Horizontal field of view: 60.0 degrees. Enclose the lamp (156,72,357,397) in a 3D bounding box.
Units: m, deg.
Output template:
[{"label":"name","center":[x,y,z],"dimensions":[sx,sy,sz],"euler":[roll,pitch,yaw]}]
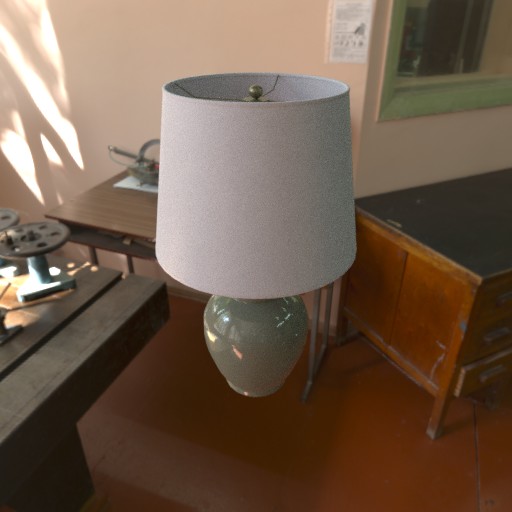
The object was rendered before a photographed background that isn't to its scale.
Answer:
[{"label":"lamp","center":[0.000,0.000,0.548],"dimensions":[0.239,0.399,0.239],"euler":[0,30,0]}]
